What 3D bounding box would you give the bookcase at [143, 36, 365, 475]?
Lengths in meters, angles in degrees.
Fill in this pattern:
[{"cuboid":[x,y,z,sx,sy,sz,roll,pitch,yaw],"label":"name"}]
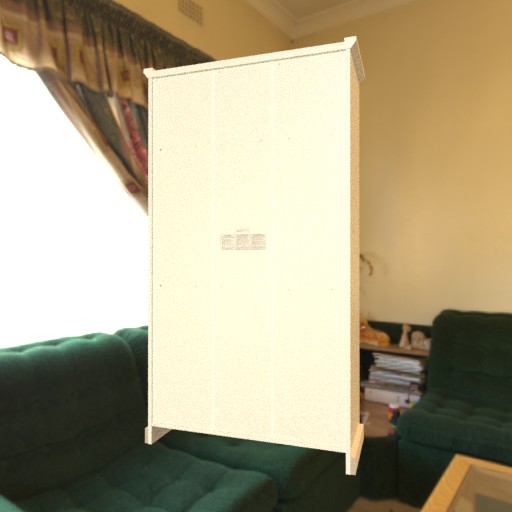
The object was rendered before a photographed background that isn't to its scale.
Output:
[{"cuboid":[0.000,0.000,2.263,1.050,1.880,0.432,0,0,19],"label":"bookcase"}]
